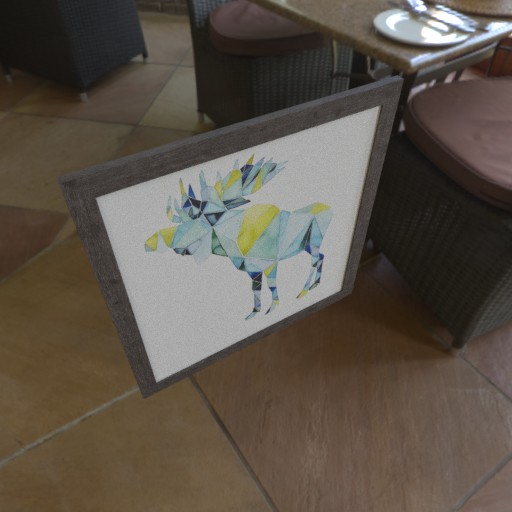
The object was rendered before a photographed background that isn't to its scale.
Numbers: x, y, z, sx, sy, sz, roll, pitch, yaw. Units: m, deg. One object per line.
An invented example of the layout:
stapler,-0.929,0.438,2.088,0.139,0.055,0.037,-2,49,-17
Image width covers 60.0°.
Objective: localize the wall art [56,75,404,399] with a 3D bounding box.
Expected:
wall art,0.000,0.000,0.684,0.457,0.457,0.013,-23,50,-21
